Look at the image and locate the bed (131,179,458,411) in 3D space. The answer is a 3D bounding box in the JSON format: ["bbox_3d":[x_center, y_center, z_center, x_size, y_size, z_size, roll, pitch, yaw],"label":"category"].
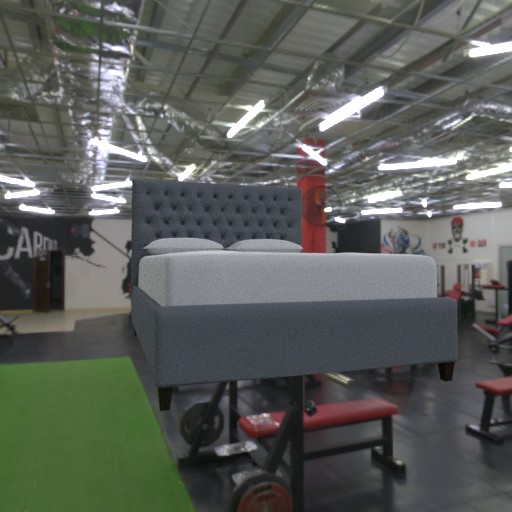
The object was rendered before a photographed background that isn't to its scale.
[{"bbox_3d":[0.000,0.000,3.289,1.698,1.427,2.231,0,-1,-18],"label":"bed"}]
